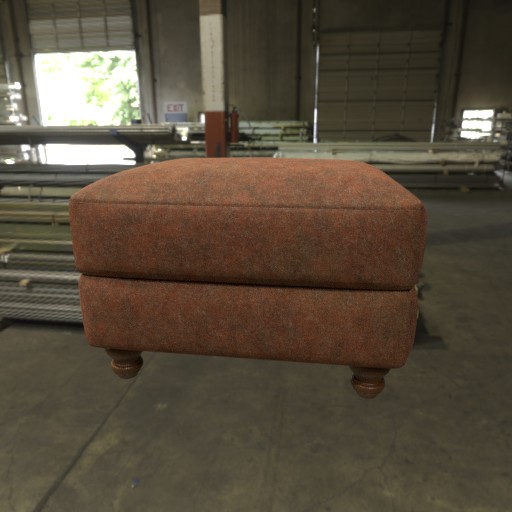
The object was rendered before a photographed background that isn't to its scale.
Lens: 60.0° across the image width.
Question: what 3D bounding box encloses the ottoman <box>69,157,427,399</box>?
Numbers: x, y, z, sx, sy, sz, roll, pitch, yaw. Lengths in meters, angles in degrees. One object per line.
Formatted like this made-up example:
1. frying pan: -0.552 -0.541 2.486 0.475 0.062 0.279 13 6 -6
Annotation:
1. ottoman: 0.000 0.000 1.197 0.787 0.508 0.635 2 17 8
